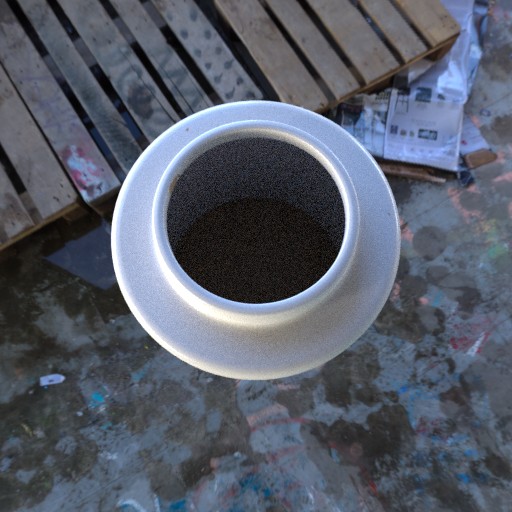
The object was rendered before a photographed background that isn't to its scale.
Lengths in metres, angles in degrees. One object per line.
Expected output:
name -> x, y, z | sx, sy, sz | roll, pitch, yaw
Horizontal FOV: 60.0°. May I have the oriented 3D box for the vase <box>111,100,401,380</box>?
vase -> 0.000, 0.000, 0.287 | 0.153, 0.167, 0.153 | 0, 76, 0
